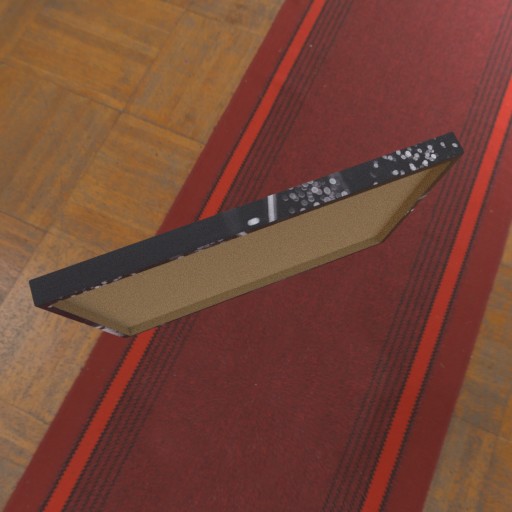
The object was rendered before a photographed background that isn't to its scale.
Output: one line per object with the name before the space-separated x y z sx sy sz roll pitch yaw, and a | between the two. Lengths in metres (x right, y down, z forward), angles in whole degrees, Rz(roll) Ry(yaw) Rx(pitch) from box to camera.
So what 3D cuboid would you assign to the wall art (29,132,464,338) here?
wall art | 0.000 0.000 0.785 0.609 0.406 0.037 -20 75 -6
